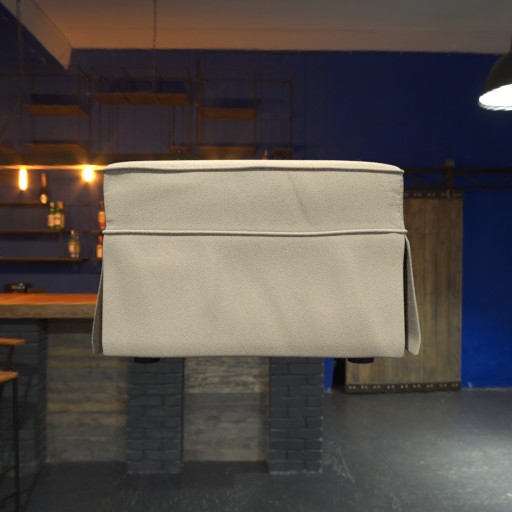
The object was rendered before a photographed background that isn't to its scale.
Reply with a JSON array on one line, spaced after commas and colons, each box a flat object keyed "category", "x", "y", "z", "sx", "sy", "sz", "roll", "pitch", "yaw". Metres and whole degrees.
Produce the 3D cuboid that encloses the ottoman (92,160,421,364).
[{"category": "ottoman", "x": 0.000, "y": 0.000, "z": 1.375, "sx": 0.721, "sy": 0.482, "sz": 0.959, "roll": 0, "pitch": 1, "yaw": 0}]
